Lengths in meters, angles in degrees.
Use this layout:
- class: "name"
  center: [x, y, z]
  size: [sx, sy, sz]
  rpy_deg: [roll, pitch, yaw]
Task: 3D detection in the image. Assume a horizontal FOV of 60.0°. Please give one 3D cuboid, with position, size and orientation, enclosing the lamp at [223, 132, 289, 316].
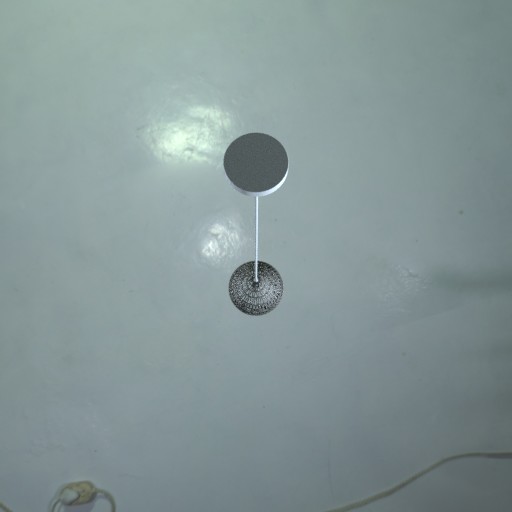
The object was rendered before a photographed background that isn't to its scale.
- class: "lamp"
  center: [0.000, 0.000, 2.056]
  size: [0.355, 1.919, 0.355]
  rpy_deg: [-19, 76, -5]
